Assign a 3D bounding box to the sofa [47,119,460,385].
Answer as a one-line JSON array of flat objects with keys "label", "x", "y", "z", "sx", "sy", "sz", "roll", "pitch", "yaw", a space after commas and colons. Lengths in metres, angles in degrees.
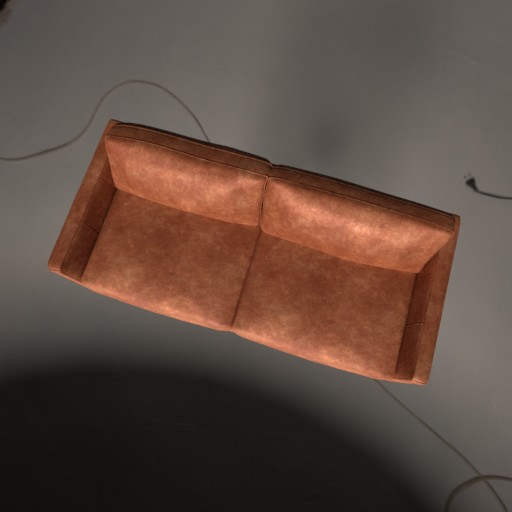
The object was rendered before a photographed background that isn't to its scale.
[{"label": "sofa", "x": 0.000, "y": 0.000, "z": 2.485, "sx": 1.971, "sy": 0.863, "sz": 0.923, "roll": 16, "pitch": 76, "yaw": 4}]
